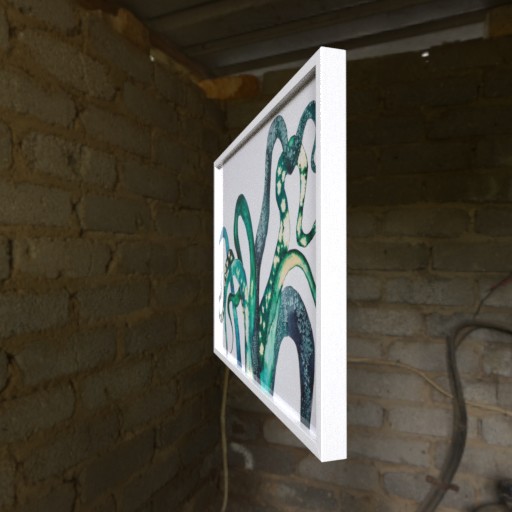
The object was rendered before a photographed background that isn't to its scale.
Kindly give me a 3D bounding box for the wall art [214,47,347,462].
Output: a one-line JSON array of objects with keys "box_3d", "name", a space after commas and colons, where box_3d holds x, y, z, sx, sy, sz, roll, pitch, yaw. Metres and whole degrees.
[{"box_3d": [0.000, 0.000, 1.345, 0.053, 0.787, 1.041, 0, -1, -17], "name": "wall art"}]
